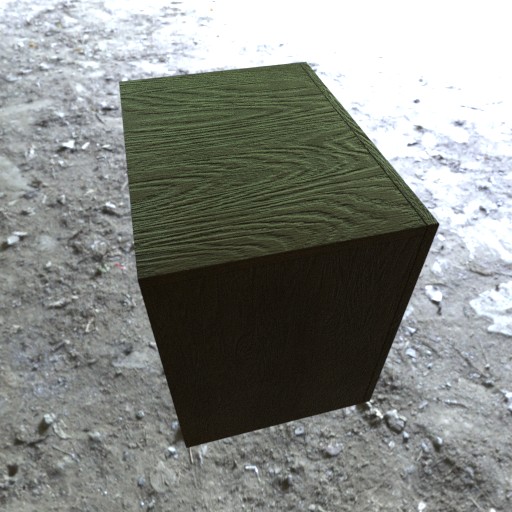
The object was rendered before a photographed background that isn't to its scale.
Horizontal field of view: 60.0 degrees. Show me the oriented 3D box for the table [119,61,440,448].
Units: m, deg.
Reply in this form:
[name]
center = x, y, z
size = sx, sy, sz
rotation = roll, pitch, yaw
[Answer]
[table]
center = 0.000, 0.000, 0.969
size = 0.439, 0.585, 0.560
rotation = -10, 47, -10
